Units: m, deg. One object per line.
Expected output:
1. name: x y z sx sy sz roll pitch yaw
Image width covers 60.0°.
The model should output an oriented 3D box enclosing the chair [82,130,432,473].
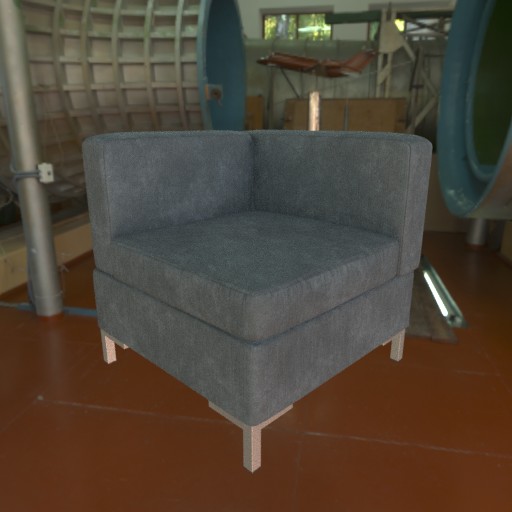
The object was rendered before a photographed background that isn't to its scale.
1. chair: 0.000 0.000 1.228 0.680 0.660 0.680 16 23 42
